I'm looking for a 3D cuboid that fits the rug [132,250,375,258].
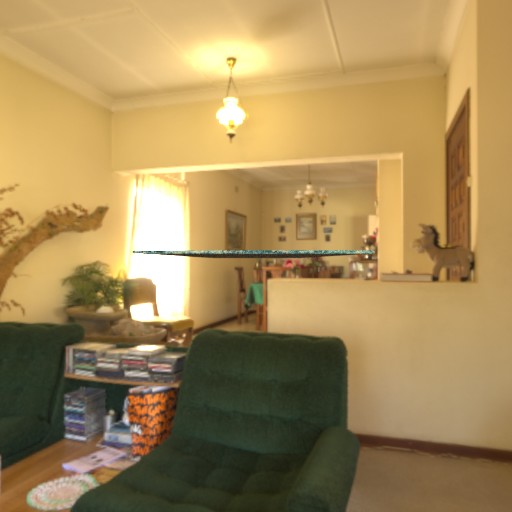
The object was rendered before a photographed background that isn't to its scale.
[{"bbox_3d":[0.000,0.000,2.581,0.750,0.011,2.435,0,-1,0],"label":"rug"}]
